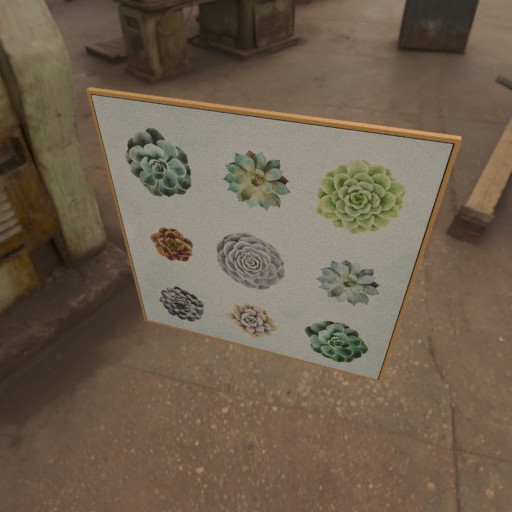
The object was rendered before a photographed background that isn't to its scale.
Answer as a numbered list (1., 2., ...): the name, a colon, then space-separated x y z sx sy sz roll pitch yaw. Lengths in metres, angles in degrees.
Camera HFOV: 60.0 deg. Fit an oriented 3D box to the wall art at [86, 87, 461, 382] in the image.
1. wall art: 0.000 0.000 0.967 0.657 0.655 0.014 12 43 13
